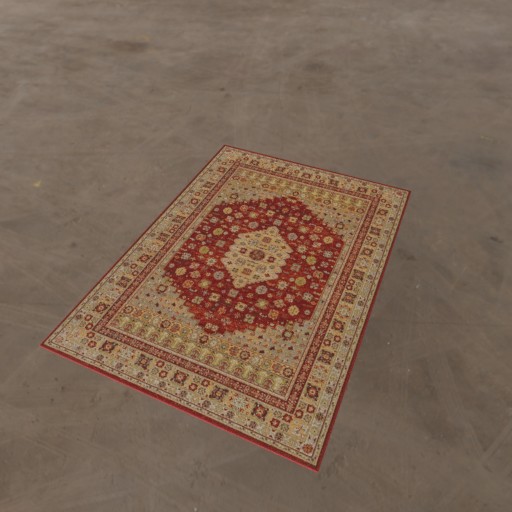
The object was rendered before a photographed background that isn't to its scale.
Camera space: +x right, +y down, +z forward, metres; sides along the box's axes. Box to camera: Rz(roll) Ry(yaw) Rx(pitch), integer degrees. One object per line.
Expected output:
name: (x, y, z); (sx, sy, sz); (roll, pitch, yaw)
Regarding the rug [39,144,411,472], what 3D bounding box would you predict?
rug: (0.000, 0.000, 2.887); (1.593, 0.013, 2.211); (18, 48, 17)
